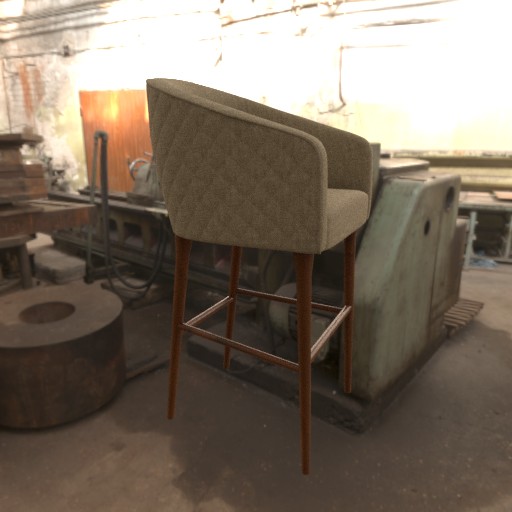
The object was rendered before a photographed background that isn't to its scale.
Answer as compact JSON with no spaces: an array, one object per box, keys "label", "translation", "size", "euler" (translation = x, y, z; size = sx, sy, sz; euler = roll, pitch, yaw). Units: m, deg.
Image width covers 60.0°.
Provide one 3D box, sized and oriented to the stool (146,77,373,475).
[{"label":"stool","translation":[0.000,0.000,1.406],"size":[0.607,1.078,0.559],"euler":[7,16,25]}]
